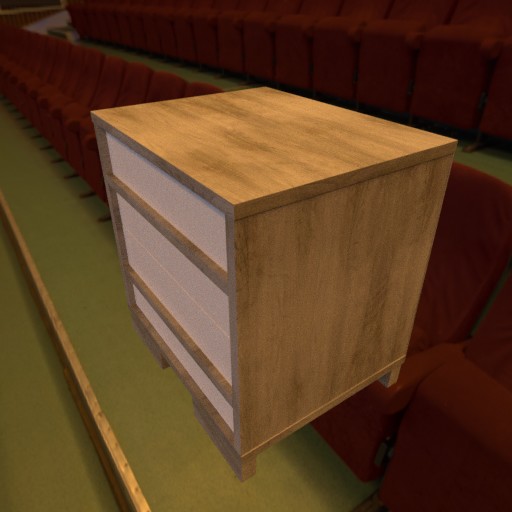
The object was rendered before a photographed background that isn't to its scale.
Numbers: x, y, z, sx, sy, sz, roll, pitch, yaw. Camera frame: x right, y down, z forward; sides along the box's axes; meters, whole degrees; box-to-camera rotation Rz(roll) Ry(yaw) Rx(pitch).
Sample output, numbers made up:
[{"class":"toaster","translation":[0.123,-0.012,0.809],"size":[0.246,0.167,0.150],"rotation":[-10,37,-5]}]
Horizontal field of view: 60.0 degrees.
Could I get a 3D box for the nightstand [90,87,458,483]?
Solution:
[{"class":"nightstand","translation":[0.000,0.000,0.758],"size":[0.347,0.448,0.427],"rotation":[-20,37,-29]}]
